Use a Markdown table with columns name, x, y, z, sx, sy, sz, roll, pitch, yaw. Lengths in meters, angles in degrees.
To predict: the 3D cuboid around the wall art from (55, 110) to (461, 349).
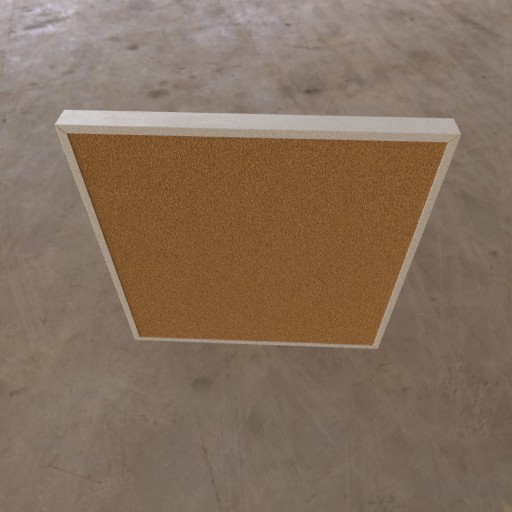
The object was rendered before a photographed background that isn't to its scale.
| name | x | y | z | sx | sy | sz | roll | pitch | yaw |
| --- | --- | --- | --- | --- | --- | --- | --- | --- | --- |
| wall art | 0.000 | 0.000 | 0.752 | 0.508 | 0.508 | 0.037 | 2 | 48 | 2 |
